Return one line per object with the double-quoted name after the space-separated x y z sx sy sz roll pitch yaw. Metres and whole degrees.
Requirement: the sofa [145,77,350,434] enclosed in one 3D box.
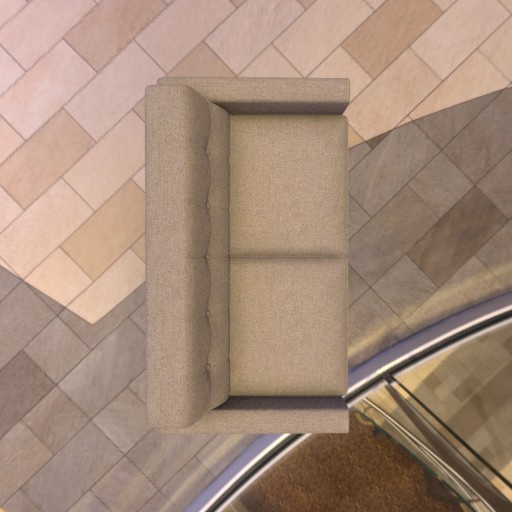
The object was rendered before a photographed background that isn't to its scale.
0.000 0.000 2.161 0.909 0.841 1.631 0 91 -1 "sofa"
